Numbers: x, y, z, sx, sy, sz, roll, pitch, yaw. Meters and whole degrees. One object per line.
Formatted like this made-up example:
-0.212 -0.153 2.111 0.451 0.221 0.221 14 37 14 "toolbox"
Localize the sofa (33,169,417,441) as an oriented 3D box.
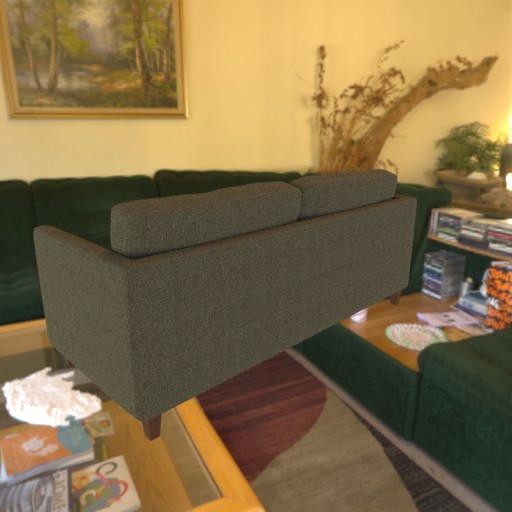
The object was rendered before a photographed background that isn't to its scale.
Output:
0.000 0.000 2.662 2.208 0.965 0.948 -16 23 -42 "sofa"
